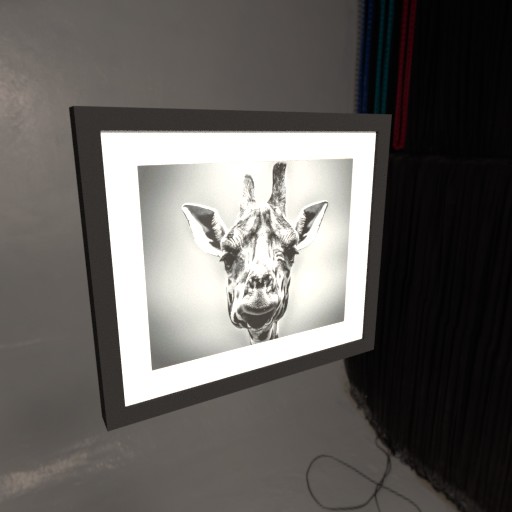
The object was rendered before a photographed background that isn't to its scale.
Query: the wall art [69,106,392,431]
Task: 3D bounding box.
[{"bbox_3d":[0.000,0.000,0.532,0.381,0.330,0.031,-9,18,-28],"label":"wall art"}]
